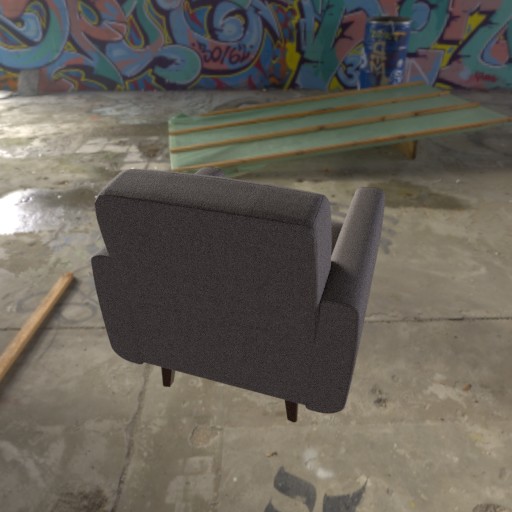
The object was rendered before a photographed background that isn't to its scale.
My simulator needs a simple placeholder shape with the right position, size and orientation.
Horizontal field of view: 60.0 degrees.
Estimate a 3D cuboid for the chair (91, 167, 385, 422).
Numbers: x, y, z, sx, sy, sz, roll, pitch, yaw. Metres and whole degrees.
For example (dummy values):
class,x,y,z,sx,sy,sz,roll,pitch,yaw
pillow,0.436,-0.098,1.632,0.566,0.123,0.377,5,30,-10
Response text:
class,x,y,z,sx,sy,sz,roll,pitch,yaw
chair,0.000,0.000,1.609,0.831,0.839,0.907,10,33,16
